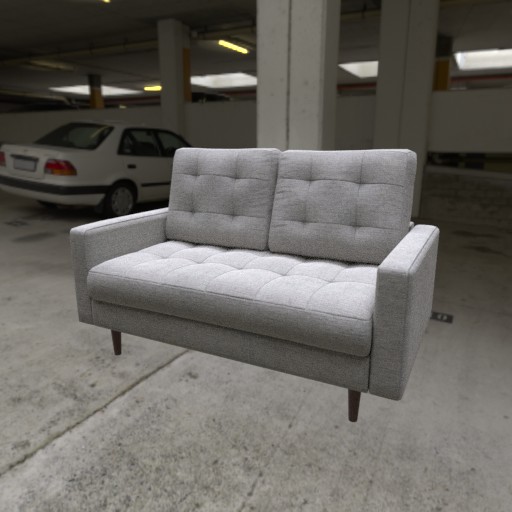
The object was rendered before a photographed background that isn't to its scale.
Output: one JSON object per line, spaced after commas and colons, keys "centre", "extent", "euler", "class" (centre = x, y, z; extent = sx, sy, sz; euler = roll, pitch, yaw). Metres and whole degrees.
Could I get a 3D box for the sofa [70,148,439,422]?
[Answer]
{"centre": [0.000, 0.000, 1.935], "extent": [1.407, 0.907, 0.842], "euler": [7, 16, 26], "class": "sofa"}
